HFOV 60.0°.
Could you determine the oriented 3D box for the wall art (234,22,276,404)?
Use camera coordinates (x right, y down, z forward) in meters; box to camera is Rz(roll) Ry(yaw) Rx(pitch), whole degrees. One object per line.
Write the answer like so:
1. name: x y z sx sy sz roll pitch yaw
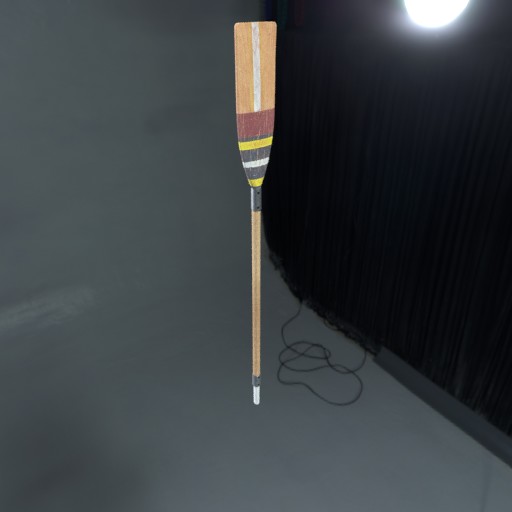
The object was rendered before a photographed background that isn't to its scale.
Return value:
1. wall art: 0.000 0.000 1.666 0.146 1.556 0.038 -20 35 -31
